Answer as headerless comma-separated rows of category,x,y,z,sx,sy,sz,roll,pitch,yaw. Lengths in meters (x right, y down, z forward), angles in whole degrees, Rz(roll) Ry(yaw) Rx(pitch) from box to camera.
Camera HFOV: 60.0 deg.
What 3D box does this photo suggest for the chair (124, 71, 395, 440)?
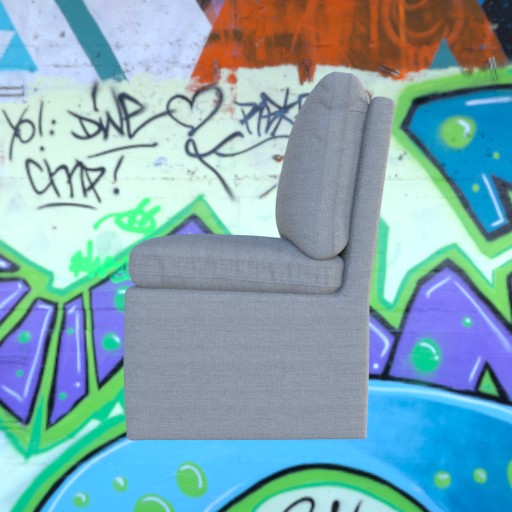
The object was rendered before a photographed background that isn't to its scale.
chair,0.000,0.000,1.335,0.698,0.927,0.503,0,1,0
